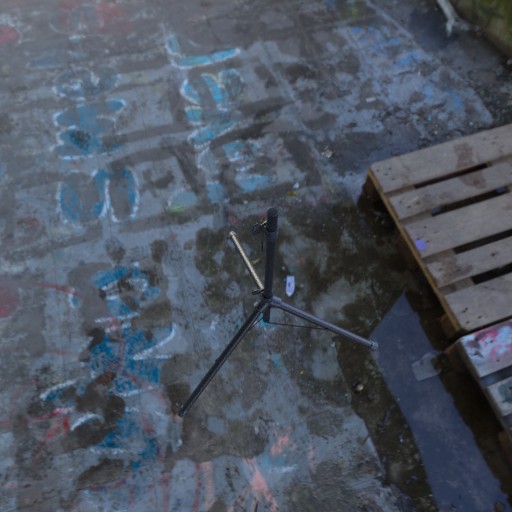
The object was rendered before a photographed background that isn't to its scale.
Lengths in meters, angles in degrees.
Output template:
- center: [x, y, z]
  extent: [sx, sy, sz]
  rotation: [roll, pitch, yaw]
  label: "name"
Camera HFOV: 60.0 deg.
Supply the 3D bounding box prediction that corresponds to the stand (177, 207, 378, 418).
- center: [0.000, 0.000, 1.877]
  extent: [1.045, 1.136, 0.907]
  rotation: [-15, 64, -8]
  label: "stand"
